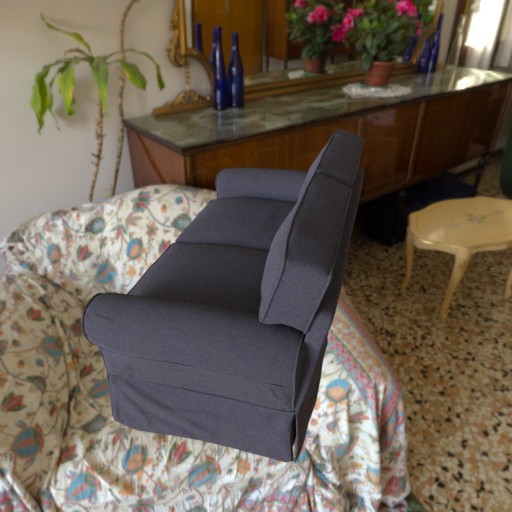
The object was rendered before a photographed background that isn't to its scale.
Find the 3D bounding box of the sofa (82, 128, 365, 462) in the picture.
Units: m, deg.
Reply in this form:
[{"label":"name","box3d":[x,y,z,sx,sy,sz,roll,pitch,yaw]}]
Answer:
[{"label":"sofa","box3d":[0.000,0.000,2.405,0.997,1.059,1.801,8,32,13]}]
